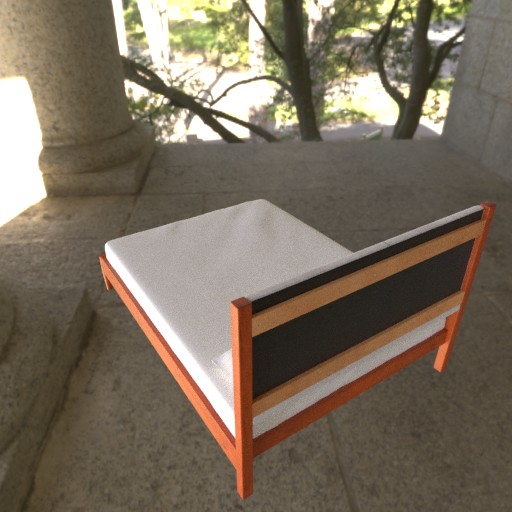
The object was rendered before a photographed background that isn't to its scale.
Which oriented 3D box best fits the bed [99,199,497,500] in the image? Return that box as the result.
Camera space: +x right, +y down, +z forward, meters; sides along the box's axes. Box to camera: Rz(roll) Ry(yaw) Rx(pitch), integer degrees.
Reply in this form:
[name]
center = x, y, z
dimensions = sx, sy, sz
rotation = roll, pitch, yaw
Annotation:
[bed]
center = 0.000, 0.000, 2.953
dimensions = 1.566, 1.165, 2.117
rotation = -19, 36, -28
